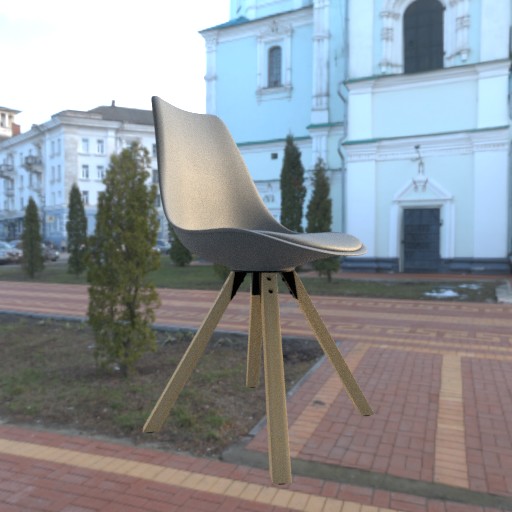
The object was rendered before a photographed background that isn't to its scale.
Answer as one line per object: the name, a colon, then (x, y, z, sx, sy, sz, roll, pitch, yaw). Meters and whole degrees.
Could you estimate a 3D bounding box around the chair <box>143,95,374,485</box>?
chair: (0.000, 0.000, 1.138, 0.549, 0.850, 0.485, 1, 2, 37)
